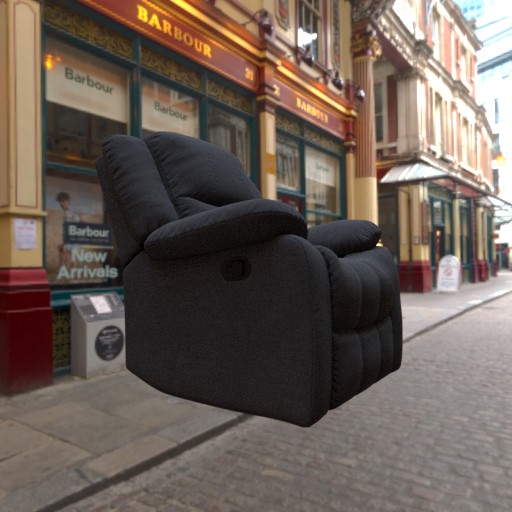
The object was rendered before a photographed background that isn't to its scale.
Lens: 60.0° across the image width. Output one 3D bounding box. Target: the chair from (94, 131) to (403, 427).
[{"bbox_3d":[0.000,0.000,1.721,0.944,1.008,0.899,-1,-1,35],"label":"chair"}]
